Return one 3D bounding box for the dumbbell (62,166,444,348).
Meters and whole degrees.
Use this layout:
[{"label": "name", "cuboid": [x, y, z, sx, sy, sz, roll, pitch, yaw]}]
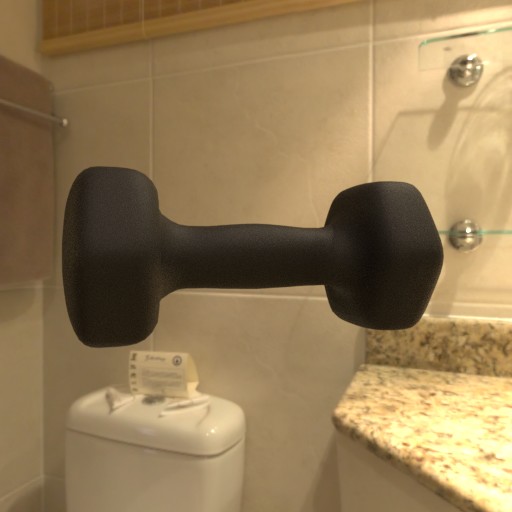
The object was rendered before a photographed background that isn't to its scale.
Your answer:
[{"label": "dumbbell", "cuboid": [0.000, 0.000, 0.290, 0.231, 0.101, 0.112, 0, 1, -16]}]
